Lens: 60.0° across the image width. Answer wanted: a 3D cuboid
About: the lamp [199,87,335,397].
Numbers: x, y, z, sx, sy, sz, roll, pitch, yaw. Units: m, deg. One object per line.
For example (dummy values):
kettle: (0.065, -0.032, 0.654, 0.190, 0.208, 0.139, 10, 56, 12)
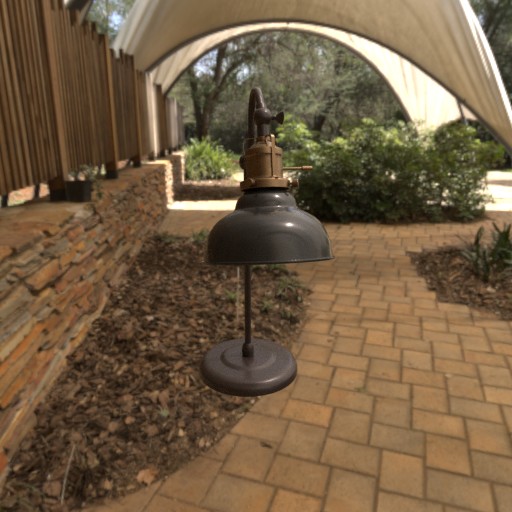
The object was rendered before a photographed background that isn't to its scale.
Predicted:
lamp: (0.000, 0.000, 0.709, 0.192, 0.508, 0.374, -3, 16, -9)
